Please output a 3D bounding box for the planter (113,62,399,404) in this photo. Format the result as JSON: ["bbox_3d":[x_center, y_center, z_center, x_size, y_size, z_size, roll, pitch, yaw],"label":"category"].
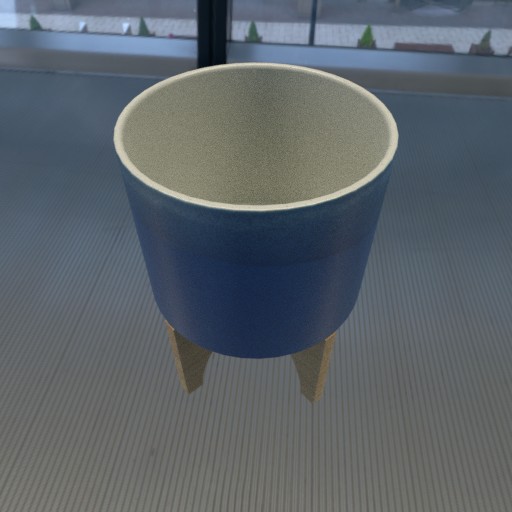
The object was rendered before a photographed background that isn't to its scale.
[{"bbox_3d":[0.000,0.000,0.547,0.261,0.367,0.261,0,46,0],"label":"planter"}]
